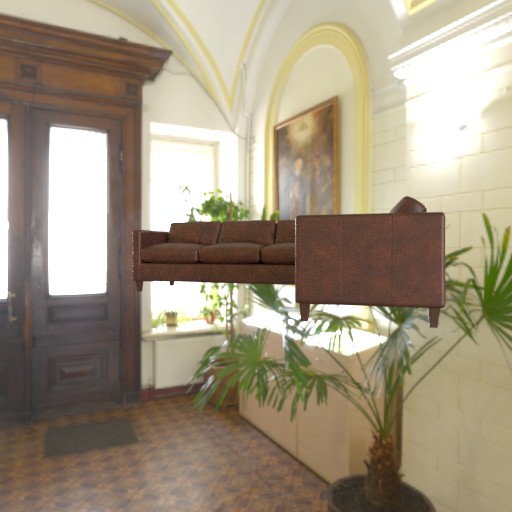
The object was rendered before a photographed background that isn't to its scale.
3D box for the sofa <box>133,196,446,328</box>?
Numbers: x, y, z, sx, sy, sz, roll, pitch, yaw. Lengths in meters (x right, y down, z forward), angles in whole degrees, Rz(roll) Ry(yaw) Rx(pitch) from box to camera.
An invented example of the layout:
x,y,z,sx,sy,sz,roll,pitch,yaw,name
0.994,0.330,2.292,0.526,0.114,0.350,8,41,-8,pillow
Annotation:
x,y,z,sx,sy,sz,roll,pitch,yaw,name
0.000,0.000,4.294,3.152,0.836,2.438,0,1,17,sofa
